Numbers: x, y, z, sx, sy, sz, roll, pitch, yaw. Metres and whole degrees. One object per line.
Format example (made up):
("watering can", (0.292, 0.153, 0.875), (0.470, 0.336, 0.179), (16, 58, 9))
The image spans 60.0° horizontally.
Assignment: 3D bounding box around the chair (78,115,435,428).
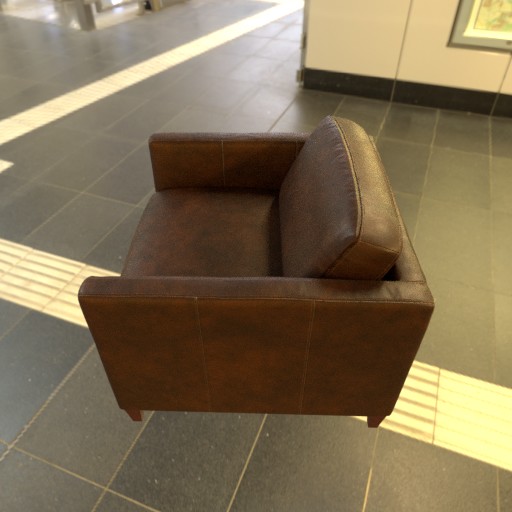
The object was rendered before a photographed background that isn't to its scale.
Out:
("chair", (0.000, 0.000, 1.708), (0.975, 0.864, 0.990), (1, 41, 1))
